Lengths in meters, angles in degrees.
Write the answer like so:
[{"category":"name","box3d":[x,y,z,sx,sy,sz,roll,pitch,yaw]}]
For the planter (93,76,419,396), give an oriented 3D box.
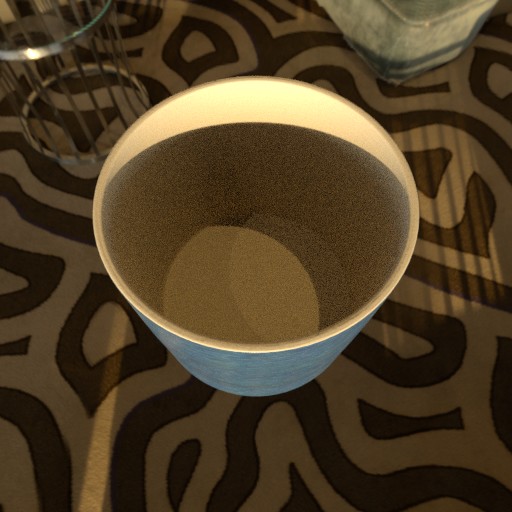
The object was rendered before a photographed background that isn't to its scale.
[{"category":"planter","box3d":[0.000,0.000,0.394,0.221,0.201,0.221,0,64,0]}]
